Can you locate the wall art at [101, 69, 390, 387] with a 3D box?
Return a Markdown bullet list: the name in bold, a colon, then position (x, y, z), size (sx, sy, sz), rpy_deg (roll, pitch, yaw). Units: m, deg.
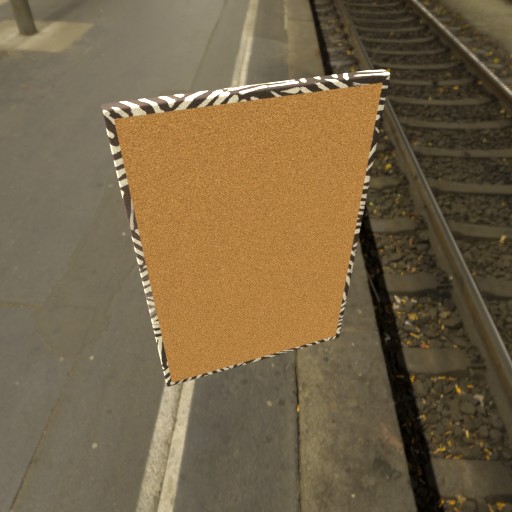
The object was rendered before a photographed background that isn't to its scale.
- **wall art**: position (0.000, 0.000, 1.210), size (0.615, 0.918, 0.035), rpy_deg (-13, 43, -14)
